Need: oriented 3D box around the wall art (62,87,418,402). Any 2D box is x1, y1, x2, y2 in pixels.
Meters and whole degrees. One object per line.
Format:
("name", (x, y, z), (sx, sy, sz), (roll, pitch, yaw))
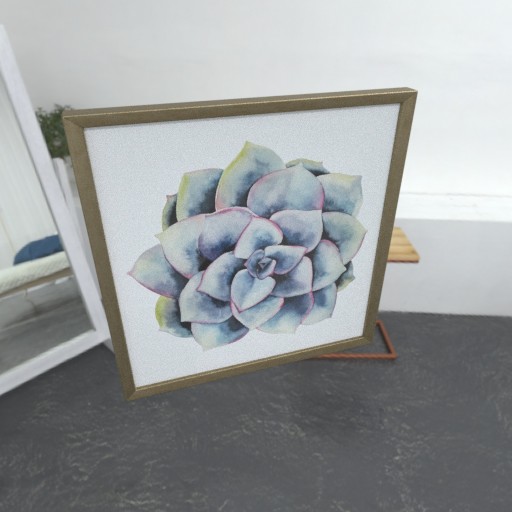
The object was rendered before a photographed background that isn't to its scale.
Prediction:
("wall art", (0.000, 0.000, 0.744), (0.503, 0.506, 0.030), (-9, 33, -15))
